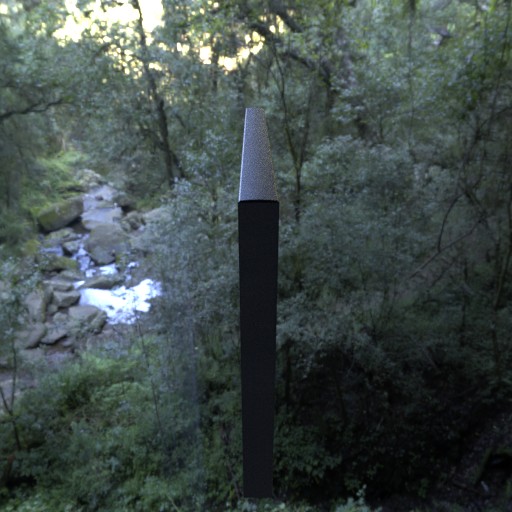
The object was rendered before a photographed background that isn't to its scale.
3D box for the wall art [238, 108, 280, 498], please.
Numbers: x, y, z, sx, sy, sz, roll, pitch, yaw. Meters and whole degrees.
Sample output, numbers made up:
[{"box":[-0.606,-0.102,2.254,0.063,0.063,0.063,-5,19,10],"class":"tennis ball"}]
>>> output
[{"box":[0.000,0.000,0.763,0.038,0.409,0.610,0,26,0],"class":"wall art"}]
